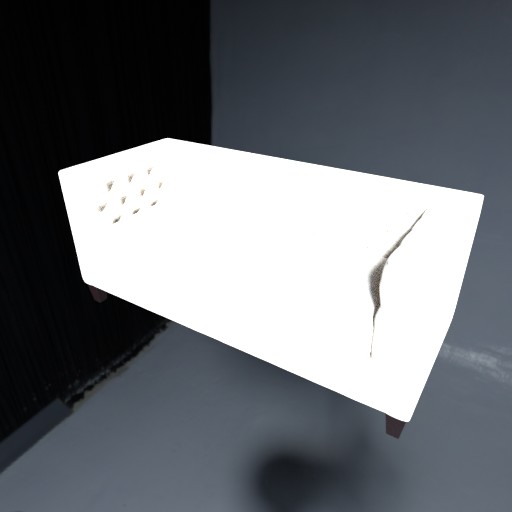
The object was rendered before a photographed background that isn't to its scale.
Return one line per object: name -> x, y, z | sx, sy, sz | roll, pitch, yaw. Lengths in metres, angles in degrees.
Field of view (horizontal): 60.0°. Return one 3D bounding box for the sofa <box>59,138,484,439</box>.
sofa -> 0.000, 0.000, 2.164 | 1.778, 0.762, 0.775 | 17, 33, 28
